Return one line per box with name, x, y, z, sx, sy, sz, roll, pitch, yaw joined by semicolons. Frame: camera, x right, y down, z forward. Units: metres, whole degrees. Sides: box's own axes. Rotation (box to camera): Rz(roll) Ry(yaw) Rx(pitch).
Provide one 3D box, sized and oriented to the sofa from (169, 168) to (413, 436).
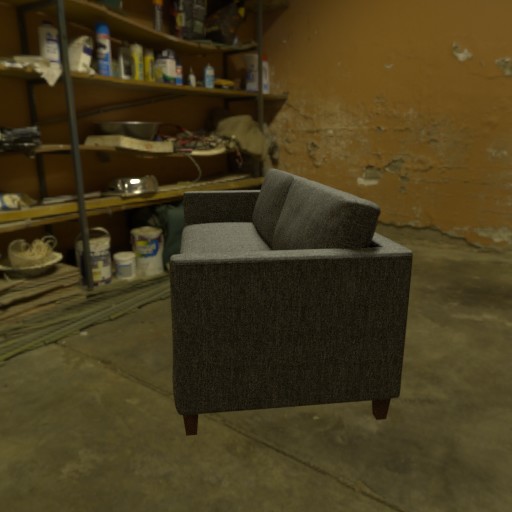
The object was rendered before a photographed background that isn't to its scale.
sofa;0.000;0.000;2.731;0.948;0.960;2.208;-2;15;-7
